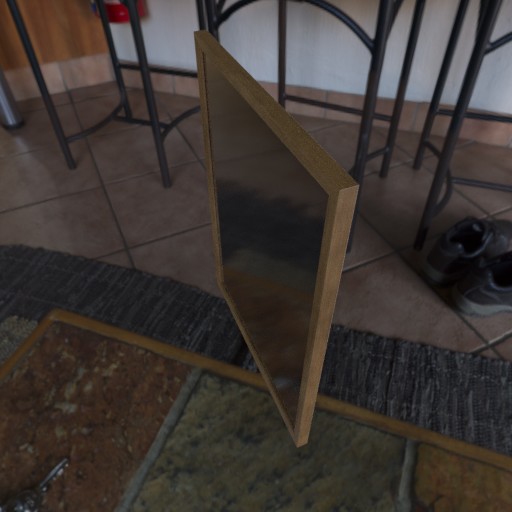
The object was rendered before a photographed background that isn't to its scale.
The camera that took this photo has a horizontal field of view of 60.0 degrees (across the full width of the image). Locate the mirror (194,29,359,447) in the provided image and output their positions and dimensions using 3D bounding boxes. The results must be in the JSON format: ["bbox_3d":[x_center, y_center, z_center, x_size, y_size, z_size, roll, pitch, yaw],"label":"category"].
[{"bbox_3d":[0.000,0.000,1.306,0.040,1.016,0.762,-17,48,-16],"label":"mirror"}]
